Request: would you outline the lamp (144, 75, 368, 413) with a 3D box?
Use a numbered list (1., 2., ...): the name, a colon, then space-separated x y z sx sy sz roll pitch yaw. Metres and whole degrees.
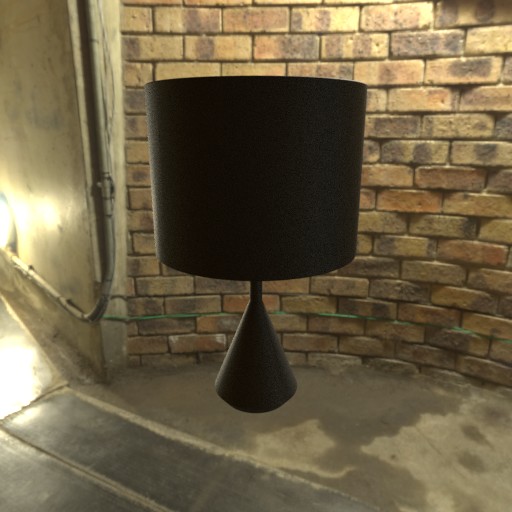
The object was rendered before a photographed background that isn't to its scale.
1. lamp: 0.000 0.000 0.816 0.359 0.584 0.359 -3 17 -10
